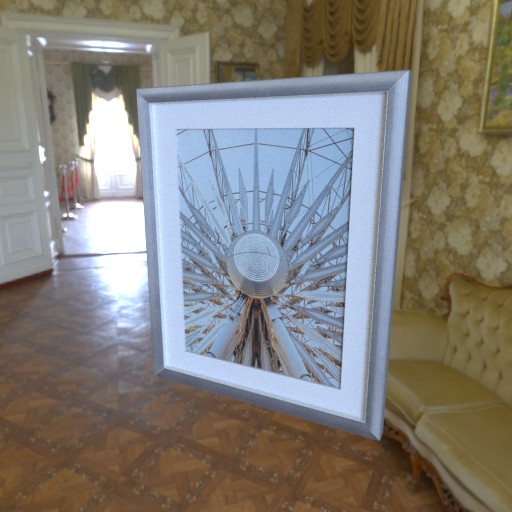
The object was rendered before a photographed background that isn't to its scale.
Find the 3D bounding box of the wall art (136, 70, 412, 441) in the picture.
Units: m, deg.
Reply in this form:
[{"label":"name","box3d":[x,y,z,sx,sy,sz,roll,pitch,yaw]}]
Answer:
[{"label":"wall art","box3d":[0.000,0.000,0.755,0.458,0.558,0.029,7,16,26]}]
